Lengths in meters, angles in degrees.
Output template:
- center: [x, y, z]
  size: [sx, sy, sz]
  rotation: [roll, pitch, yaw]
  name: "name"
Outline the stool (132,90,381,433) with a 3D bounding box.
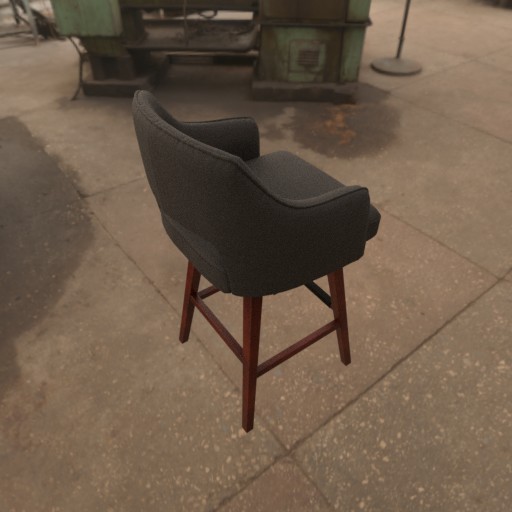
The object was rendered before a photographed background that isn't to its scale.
- center: [0.000, 0.000, 1.363]
  size: [0.558, 1.012, 0.548]
  rotation: [-25, 47, -26]
  name: "stool"
